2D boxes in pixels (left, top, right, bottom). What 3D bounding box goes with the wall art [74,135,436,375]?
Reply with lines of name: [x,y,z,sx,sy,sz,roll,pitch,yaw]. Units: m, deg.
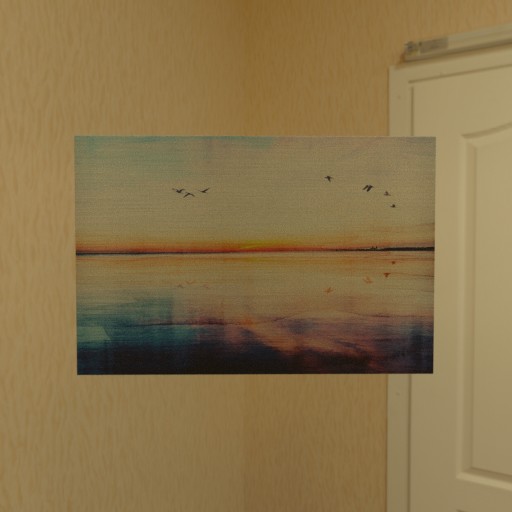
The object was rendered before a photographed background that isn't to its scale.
wall art: [0.000,0.000,0.754,0.604,0.402,0.018,0,2,-1]
